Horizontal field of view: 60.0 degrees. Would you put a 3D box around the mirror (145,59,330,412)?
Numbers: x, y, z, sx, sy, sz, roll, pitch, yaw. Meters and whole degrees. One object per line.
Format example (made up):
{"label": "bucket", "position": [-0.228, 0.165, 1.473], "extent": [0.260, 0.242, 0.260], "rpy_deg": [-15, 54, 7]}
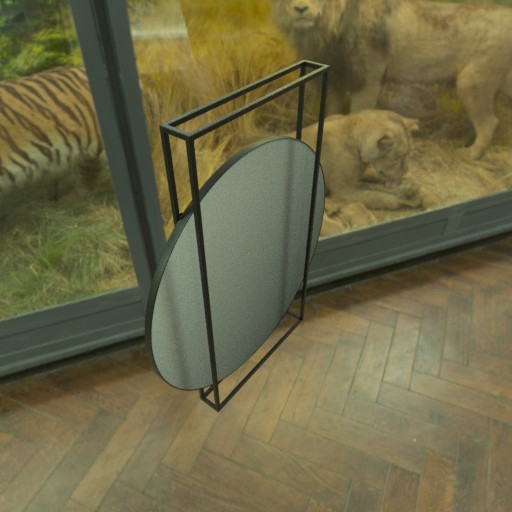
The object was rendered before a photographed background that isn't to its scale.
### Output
{"label": "mirror", "position": [0.000, 0.000, 0.812], "extent": [0.051, 0.603, 0.508], "rpy_deg": [27, 48, 28]}
